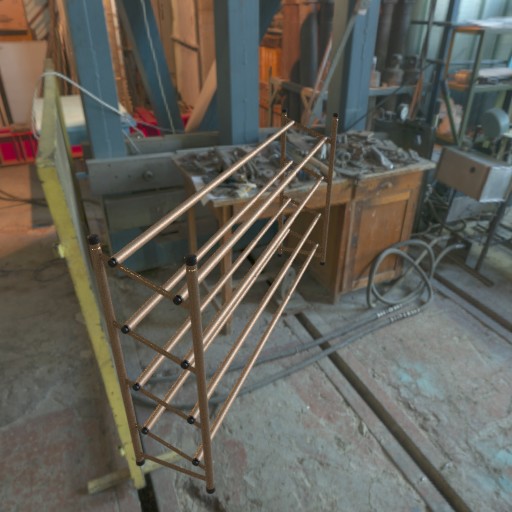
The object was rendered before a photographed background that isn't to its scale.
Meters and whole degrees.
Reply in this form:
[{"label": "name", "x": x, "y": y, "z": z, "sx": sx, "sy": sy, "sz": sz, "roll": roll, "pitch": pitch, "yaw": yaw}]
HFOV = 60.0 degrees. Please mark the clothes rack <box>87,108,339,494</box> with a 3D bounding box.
[{"label": "clothes rack", "x": 0.000, "y": 0.000, "z": 1.420, "sx": 0.229, "sy": 0.672, "sz": 1.168, "roll": 11, "pitch": 32, "yaw": 18}]
